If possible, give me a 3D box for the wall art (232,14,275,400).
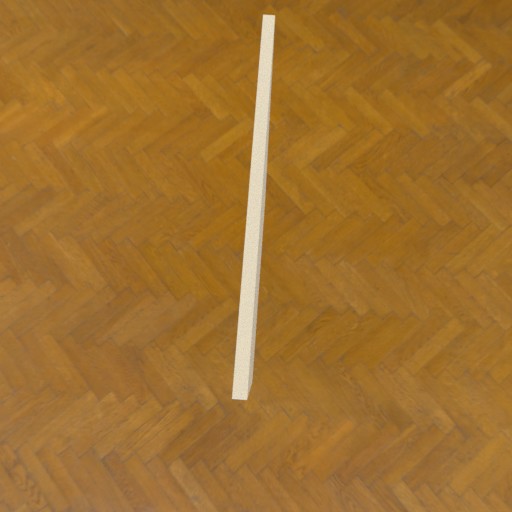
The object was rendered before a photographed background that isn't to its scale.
[{"bbox_3d":[0.000,0.000,0.670,0.013,0.533,0.381,4,76,1],"label":"wall art"}]
